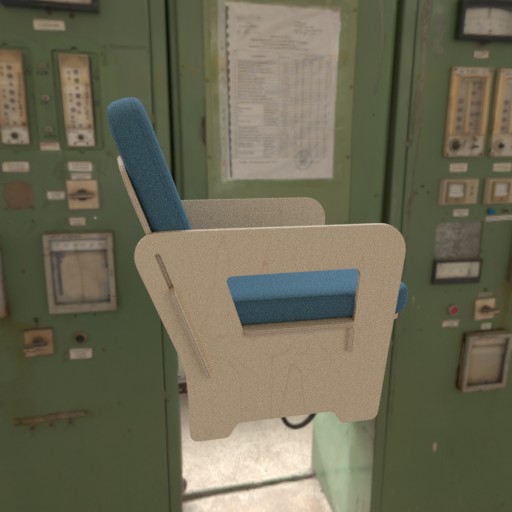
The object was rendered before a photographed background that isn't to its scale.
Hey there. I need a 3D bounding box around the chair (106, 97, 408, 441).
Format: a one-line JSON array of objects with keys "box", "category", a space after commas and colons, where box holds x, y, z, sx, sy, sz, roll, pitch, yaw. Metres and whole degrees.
[{"box": [0.000, 0.000, 1.160, 0.657, 0.747, 0.547, -3, 14, -11], "category": "chair"}]
